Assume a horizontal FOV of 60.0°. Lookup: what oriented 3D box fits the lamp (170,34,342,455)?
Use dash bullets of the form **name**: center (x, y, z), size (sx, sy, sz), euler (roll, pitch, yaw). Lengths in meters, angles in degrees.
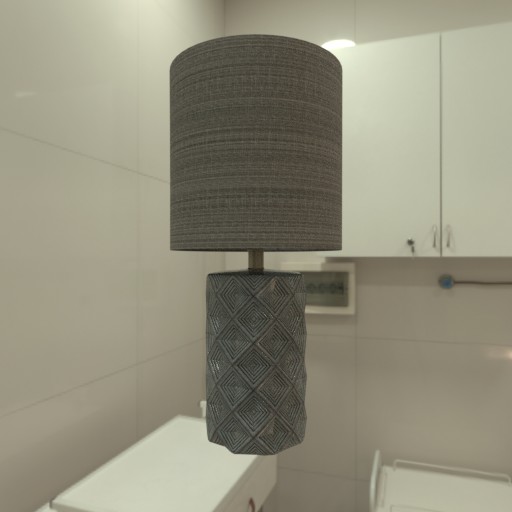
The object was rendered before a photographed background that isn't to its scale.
- **lamp**: center (0.000, 0.000, 0.699), size (0.269, 0.566, 0.268), euler (0, 0, 19)
